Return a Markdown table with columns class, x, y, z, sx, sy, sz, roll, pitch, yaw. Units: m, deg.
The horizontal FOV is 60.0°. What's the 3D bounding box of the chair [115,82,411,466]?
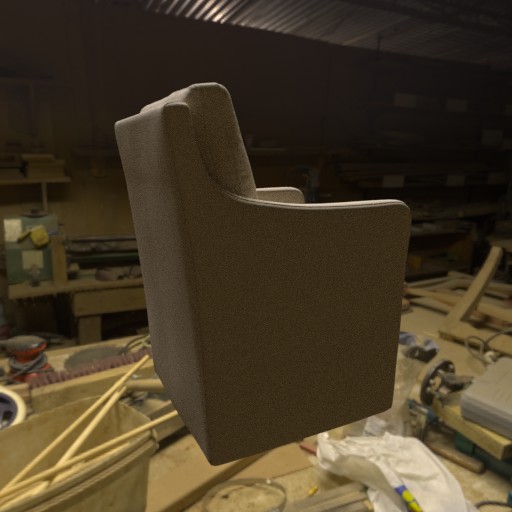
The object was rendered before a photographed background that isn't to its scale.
| class | x | y | z | sx | sy | sz | roll | pitch | yaw |
| --- | --- | --- | --- | --- | --- | --- | --- | --- | --- |
| chair | 0.000 | 0.000 | 1.353 | 0.694 | 0.914 | 0.626 | -6 | 14 | -26 |
